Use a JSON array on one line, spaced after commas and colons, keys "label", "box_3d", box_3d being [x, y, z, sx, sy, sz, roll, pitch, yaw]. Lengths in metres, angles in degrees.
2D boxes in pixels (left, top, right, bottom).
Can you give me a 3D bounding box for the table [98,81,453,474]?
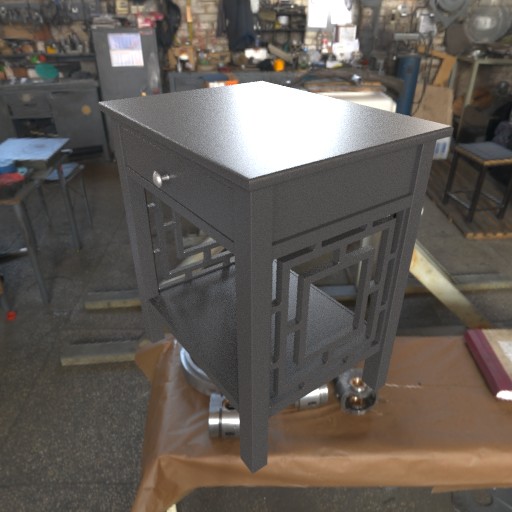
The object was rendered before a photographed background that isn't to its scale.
[{"label": "table", "box_3d": [0.000, 0.000, 1.026, 0.451, 0.646, 0.564, -20, 36, -30]}]
